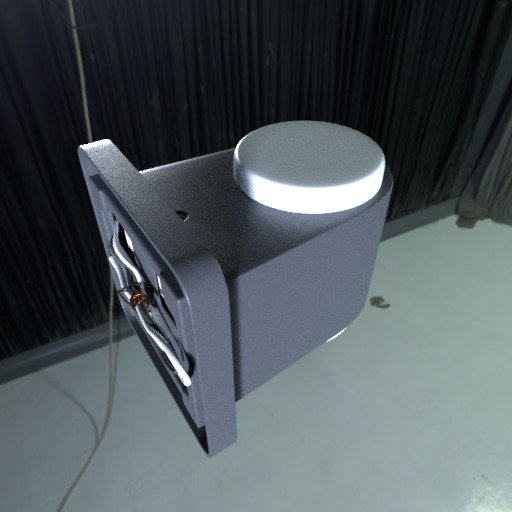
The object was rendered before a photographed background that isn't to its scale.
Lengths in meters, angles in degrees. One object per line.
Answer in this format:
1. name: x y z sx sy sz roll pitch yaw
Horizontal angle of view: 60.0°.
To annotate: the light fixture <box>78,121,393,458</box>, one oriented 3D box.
1. light fixture: 0.000 0.000 0.214 0.132 0.109 0.109 -23 45 -25
